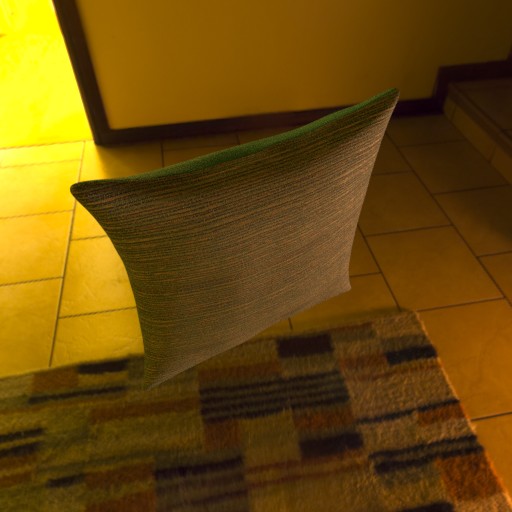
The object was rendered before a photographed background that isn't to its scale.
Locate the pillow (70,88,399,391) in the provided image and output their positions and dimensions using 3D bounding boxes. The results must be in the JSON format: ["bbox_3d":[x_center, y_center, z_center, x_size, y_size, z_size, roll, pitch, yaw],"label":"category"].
[{"bbox_3d":[0.000,0.000,0.778,0.514,0.497,0.150,-23,51,-20],"label":"pillow"}]
